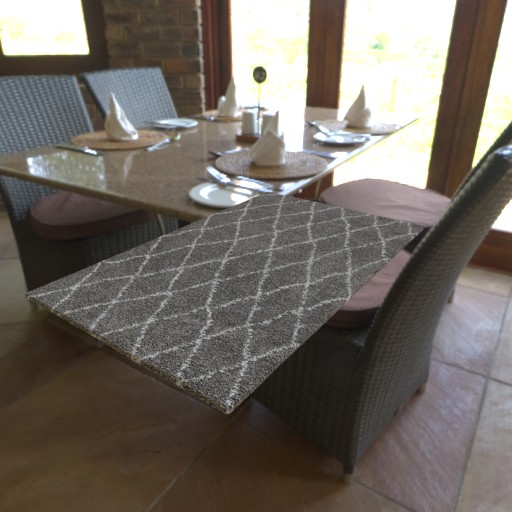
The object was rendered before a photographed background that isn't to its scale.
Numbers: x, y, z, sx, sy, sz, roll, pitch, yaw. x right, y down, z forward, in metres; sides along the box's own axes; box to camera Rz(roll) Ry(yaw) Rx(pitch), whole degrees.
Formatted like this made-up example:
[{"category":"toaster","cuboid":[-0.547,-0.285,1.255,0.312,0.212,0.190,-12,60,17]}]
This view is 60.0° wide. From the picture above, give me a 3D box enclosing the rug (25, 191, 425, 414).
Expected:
[{"category":"rug","cuboid":[0.000,0.000,3.025,1.524,0.030,2.438,18,31,32]}]
